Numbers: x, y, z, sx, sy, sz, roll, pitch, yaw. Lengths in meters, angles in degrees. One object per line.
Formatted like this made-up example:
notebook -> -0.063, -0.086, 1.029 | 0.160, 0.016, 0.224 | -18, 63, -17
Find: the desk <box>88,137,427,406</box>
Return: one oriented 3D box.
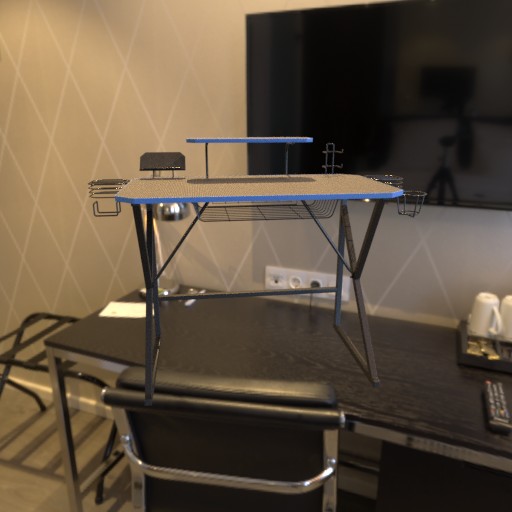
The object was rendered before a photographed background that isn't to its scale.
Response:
desk -> 0.000, 0.000, 1.793 | 1.295, 0.909, 0.594 | -2, 17, -7
